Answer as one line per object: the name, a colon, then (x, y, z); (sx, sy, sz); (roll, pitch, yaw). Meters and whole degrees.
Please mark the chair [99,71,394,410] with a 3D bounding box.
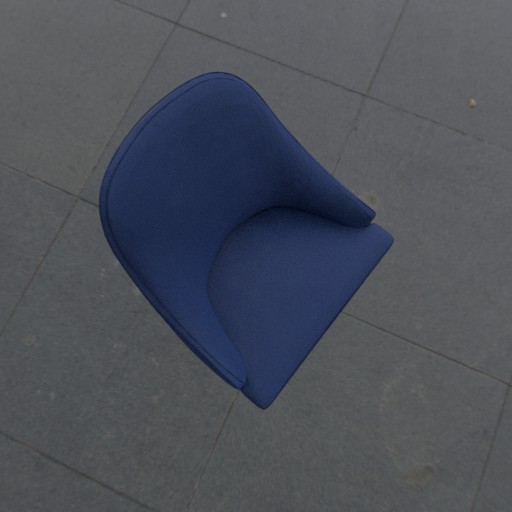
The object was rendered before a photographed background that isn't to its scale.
chair: (0.000, 0.000, 1.251); (0.575, 0.889, 0.643); (38, 79, 9)
